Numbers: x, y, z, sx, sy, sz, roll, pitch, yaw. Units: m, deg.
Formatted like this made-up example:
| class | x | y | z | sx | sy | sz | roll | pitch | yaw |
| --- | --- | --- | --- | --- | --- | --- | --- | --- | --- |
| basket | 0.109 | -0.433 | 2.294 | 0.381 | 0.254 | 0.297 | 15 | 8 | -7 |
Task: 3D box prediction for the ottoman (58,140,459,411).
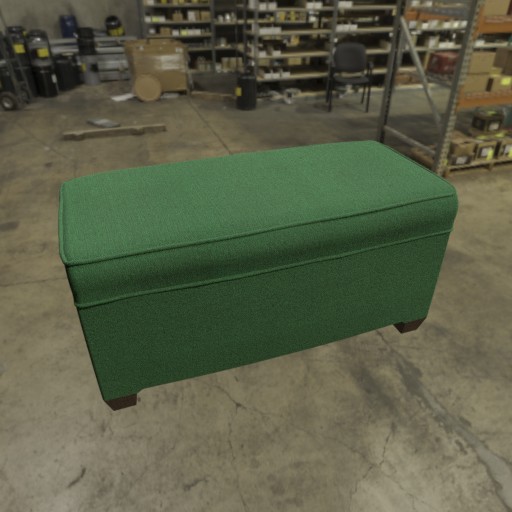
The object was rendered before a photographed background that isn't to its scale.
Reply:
| class | x | y | z | sx | sy | sz | roll | pitch | yaw |
| --- | --- | --- | --- | --- | --- | --- | --- | --- | --- |
| ottoman | 0.000 | 0.000 | 1.251 | 0.957 | 0.471 | 0.483 | -11 | 35 | -16 |
